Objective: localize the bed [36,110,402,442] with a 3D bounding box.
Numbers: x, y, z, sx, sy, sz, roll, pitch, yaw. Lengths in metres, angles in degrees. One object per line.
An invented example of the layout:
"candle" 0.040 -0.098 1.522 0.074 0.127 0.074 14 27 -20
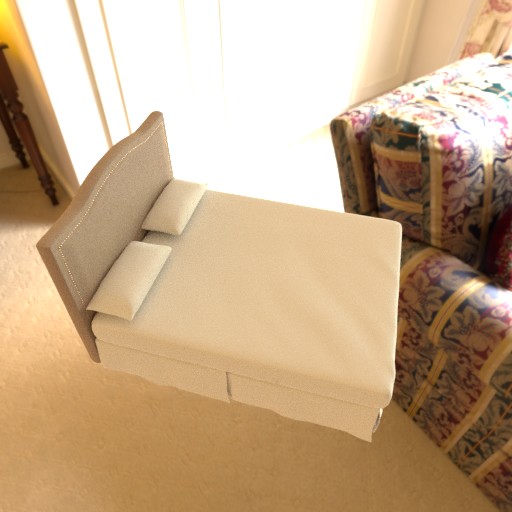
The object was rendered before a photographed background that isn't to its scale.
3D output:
"bed" 0.000 0.000 3.452 2.282 1.436 1.821 11 47 10
